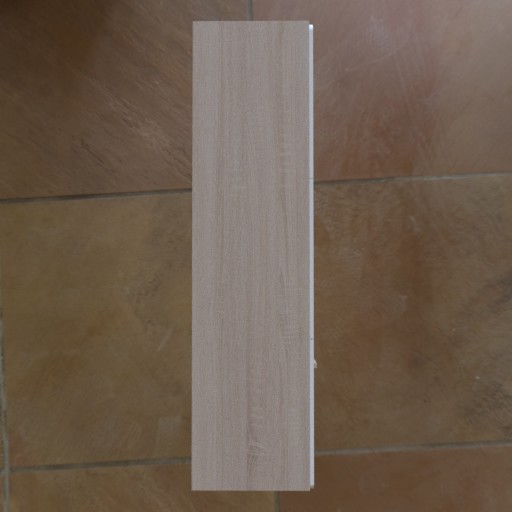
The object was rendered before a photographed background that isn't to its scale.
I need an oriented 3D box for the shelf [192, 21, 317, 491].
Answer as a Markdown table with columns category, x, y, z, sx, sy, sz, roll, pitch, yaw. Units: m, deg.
| category | x | y | z | sx | sy | sz | roll | pitch | yaw |
| --- | --- | --- | --- | --- | --- | --- | --- | --- | --- |
| shelf | 0.000 | 0.000 | 1.795 | 0.400 | 0.780 | 1.490 | 0 | 89 | 0 |
